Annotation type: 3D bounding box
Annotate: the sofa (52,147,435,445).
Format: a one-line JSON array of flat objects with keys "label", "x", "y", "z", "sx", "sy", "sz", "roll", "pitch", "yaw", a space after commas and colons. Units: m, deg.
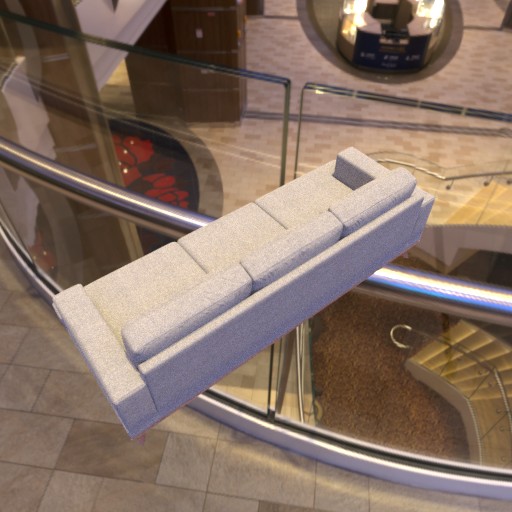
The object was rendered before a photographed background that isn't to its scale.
[{"label": "sofa", "x": 0.000, "y": 0.000, "z": 2.791, "sx": 2.310, "sy": 0.810, "sz": 0.920, "roll": -30, "pitch": 54, "yaw": -25}]
